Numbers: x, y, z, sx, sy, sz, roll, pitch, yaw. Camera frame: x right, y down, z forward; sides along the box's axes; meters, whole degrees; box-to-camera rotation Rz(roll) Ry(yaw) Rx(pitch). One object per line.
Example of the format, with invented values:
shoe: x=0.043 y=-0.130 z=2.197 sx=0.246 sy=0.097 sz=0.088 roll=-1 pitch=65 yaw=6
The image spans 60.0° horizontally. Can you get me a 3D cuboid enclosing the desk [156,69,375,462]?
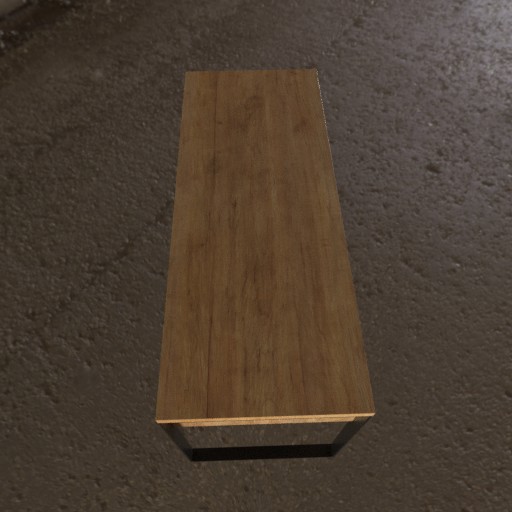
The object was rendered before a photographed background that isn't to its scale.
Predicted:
desk: x=0.000 y=0.000 z=1.927 sx=0.600 sy=0.760 sz=1.520 roll=-2 pitch=57 yaw=-1
